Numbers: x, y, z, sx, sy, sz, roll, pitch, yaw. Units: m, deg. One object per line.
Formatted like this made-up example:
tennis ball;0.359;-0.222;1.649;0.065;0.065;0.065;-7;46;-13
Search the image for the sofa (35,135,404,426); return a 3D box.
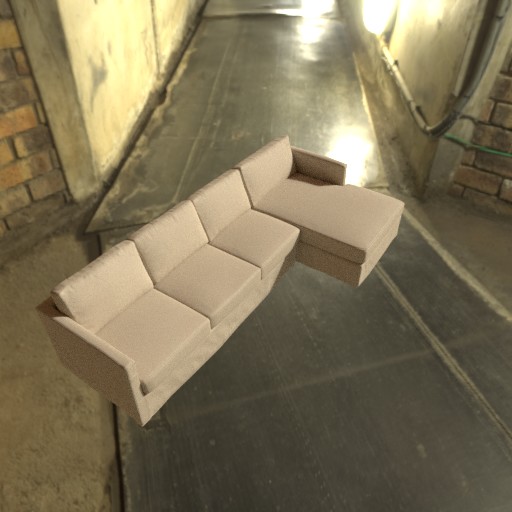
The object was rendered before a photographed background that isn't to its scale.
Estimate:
sofa;0.000;0.000;3.940;1.622;0.871;3.206;24;46;26
